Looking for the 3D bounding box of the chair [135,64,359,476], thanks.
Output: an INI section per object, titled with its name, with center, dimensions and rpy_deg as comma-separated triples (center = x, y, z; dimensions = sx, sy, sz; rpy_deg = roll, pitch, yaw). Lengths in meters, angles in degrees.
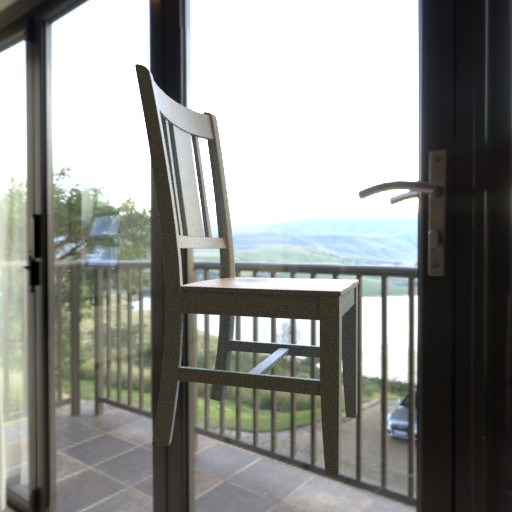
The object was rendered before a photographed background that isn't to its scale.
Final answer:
[chair]
center = 0.000, 0.000, 1.284
dimensions = 0.555, 0.998, 0.450
rpy_deg = 0, 1, 19
